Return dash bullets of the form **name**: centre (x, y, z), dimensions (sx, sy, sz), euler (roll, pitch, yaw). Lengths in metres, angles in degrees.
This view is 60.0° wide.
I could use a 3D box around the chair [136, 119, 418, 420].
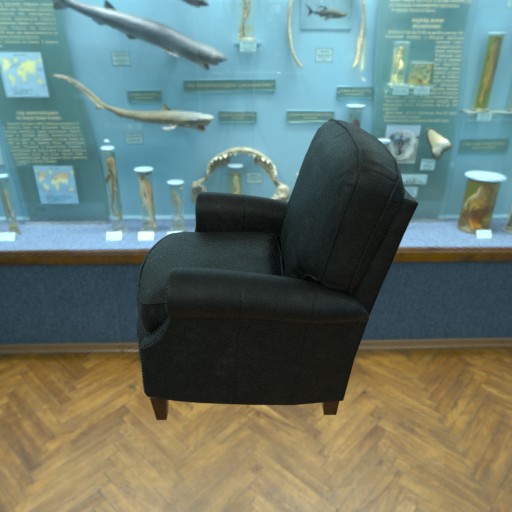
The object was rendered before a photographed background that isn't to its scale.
- **chair**: centre (0.000, 0.000, 1.785), dimensions (0.986, 1.018, 0.936), euler (0, 26, 0)
